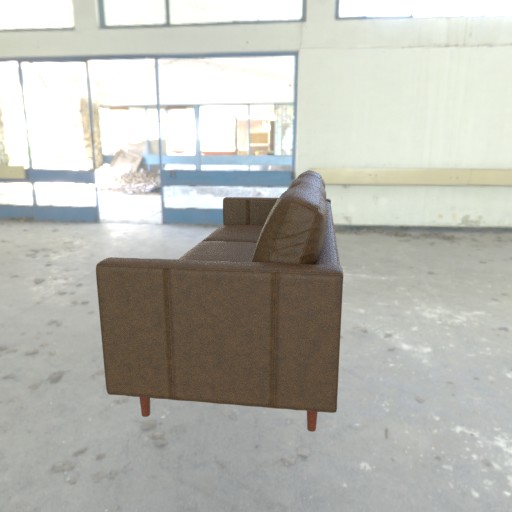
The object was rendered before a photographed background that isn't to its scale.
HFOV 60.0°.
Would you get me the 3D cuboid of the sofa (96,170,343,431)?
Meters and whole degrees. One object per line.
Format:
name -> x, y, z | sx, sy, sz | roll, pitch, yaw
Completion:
sofa -> 0.000, 0.000, 2.638 | 0.903, 0.930, 2.231 | 2, 14, 8
